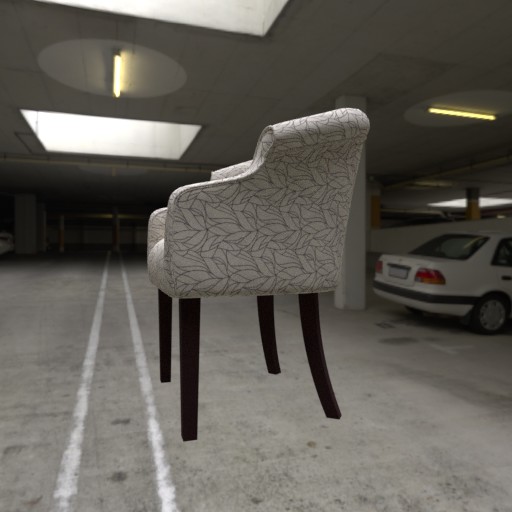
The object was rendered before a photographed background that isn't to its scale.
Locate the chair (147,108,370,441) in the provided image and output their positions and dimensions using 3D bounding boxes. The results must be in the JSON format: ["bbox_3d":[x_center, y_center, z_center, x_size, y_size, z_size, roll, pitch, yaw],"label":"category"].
[{"bbox_3d":[0.000,0.000,1.353,0.613,0.858,0.686,0,0,-18],"label":"chair"}]
